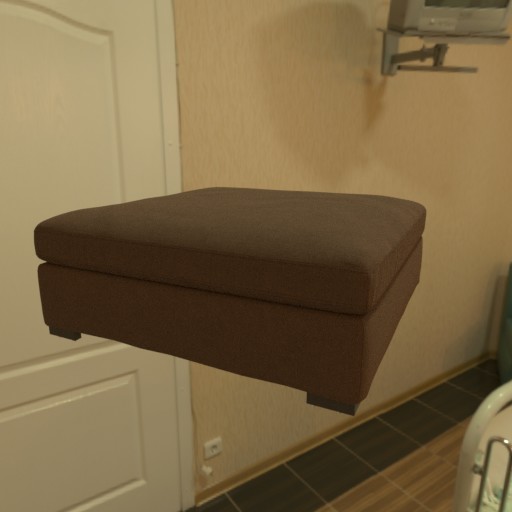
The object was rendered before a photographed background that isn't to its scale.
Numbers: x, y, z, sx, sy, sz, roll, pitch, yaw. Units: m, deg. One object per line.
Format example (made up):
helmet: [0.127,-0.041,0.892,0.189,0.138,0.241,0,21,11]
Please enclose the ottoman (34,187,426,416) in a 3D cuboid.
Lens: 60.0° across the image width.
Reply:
ottoman: [0.000,0.000,1.808,1.181,0.470,1.181,7,16,26]
